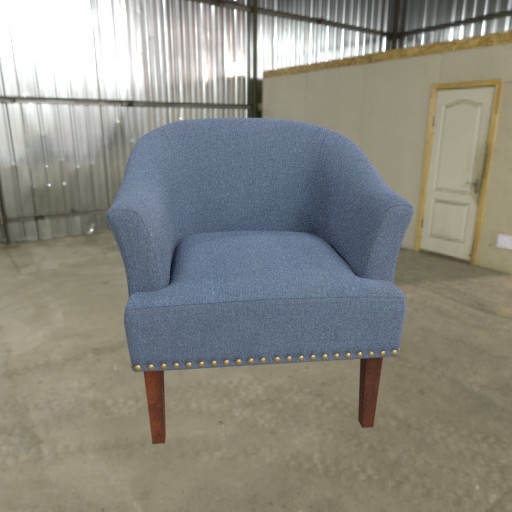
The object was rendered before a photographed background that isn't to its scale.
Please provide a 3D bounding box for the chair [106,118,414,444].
[{"bbox_3d":[0.000,0.000,1.361,0.772,0.815,0.704,-2,17,-6],"label":"chair"}]
